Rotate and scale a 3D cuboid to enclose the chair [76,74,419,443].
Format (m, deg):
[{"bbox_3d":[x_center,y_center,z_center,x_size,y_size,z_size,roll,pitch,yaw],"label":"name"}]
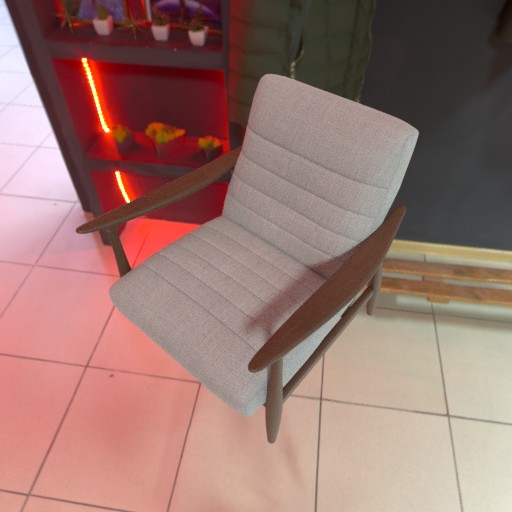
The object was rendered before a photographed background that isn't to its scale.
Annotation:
[{"bbox_3d":[0.000,0.000,1.452,0.741,0.832,0.798,33,55,27],"label":"chair"}]
